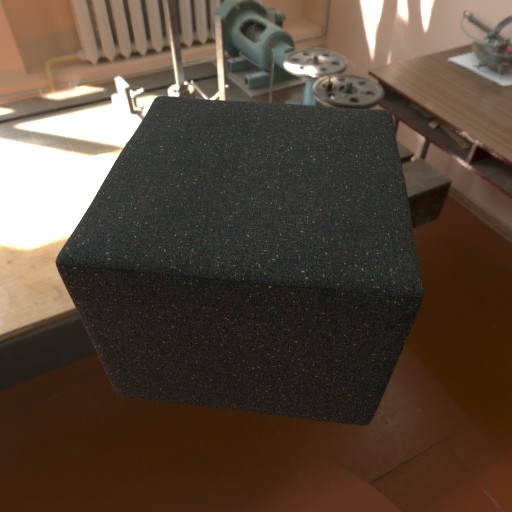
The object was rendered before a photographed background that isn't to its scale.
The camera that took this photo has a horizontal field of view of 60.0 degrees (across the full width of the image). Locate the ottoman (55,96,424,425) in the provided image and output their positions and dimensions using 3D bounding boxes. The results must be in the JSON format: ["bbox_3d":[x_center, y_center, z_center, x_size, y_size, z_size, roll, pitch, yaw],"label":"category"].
[{"bbox_3d":[0.000,0.000,0.883,0.508,0.432,0.508,5,45,5],"label":"ottoman"}]
